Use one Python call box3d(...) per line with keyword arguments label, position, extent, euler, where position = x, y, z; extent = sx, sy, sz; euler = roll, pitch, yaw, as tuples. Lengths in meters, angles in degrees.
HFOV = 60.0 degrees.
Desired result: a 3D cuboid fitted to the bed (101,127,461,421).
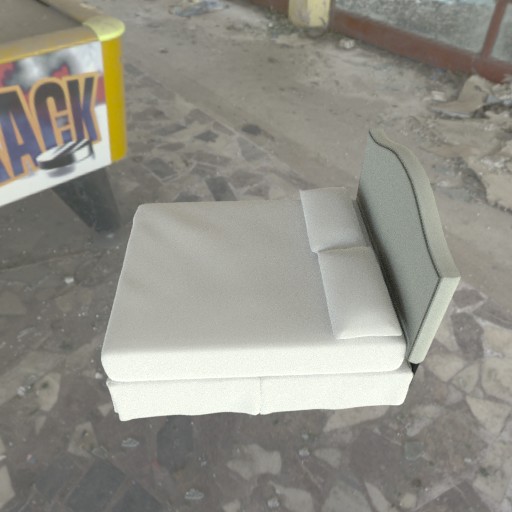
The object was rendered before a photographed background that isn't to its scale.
box3d(label="bed", position=(0.000, 0.000, 3.398), extent=(2.180, 1.607, 1.813), euler=(-2, 43, -2))
